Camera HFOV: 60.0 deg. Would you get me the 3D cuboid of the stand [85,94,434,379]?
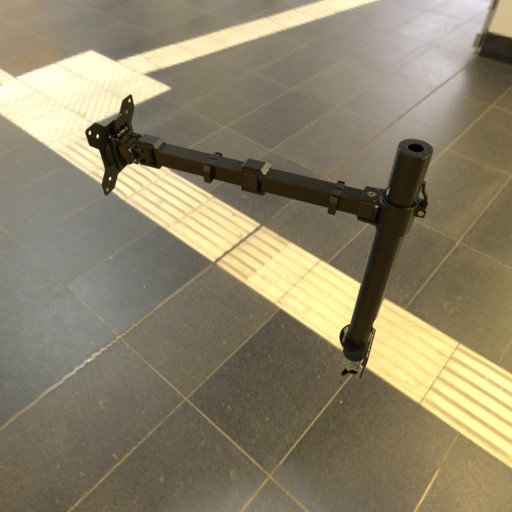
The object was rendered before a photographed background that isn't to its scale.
[{"bbox_3d":[0.000,0.000,0.735,0.456,0.510,0.115,16,49,15],"label":"stand"}]
